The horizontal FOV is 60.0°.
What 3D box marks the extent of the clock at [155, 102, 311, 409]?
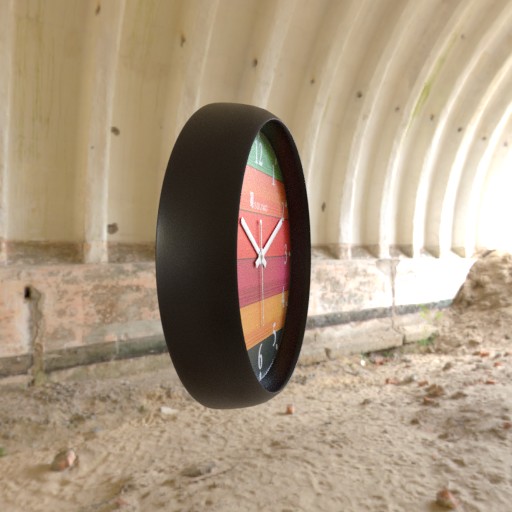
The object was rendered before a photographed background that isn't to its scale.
[{"bbox_3d":[0.000,0.000,0.449,0.060,0.300,0.300,0,0,19],"label":"clock"}]
